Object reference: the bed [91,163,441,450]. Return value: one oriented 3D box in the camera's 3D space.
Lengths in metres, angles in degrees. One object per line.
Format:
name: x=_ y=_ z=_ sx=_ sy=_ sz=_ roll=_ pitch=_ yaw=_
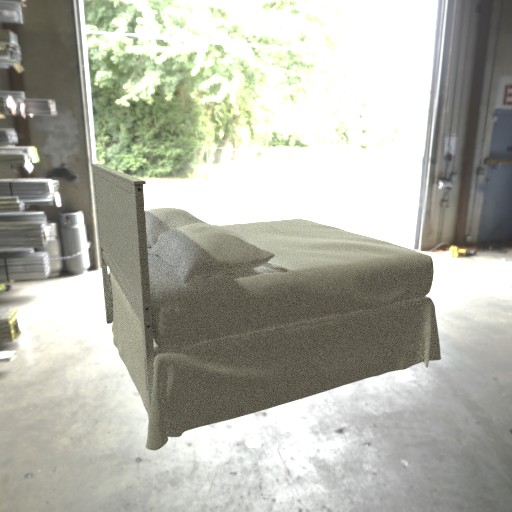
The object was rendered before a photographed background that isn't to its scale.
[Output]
bed: x=0.000 y=0.000 z=3.181 sx=2.047 sy=1.269 sz=1.876 roll=-7 pitch=16 yaw=-25
